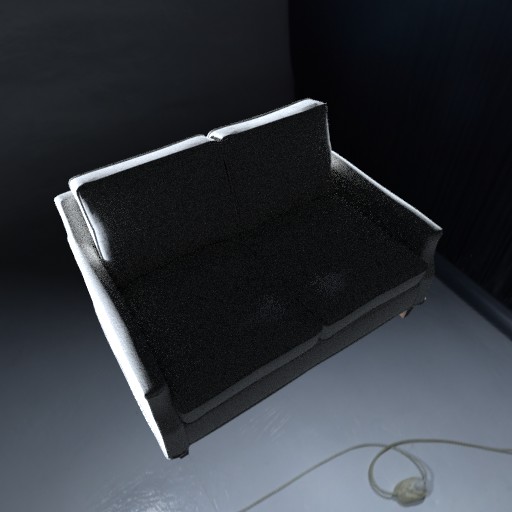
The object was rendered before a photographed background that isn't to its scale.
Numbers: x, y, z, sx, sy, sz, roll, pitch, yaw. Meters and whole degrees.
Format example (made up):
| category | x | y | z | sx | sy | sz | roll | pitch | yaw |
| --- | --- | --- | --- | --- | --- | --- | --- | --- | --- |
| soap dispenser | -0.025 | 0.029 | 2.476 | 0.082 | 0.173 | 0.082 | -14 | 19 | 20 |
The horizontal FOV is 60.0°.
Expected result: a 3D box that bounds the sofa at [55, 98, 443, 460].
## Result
| category | x | y | z | sx | sy | sz | roll | pitch | yaw |
| --- | --- | --- | --- | --- | --- | --- | --- | --- | --- |
| sofa | 0.000 | 0.000 | 2.236 | 1.597 | 1.003 | 1.084 | -25 | 52 | -22 |
